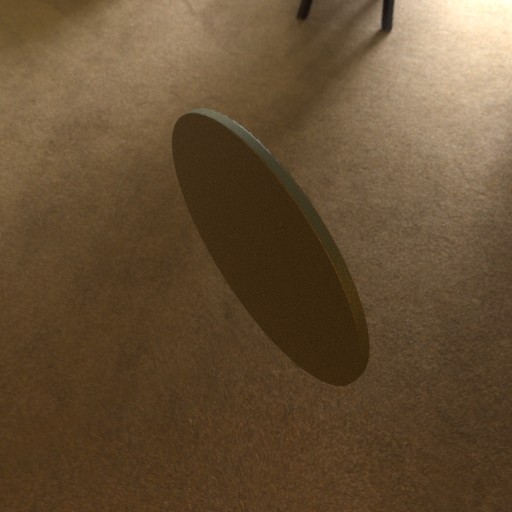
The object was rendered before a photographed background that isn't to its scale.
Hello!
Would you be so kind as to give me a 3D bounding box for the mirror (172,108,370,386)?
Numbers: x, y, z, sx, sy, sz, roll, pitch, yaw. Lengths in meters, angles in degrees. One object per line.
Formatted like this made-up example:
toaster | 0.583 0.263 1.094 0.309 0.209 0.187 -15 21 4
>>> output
mirror | 0.000 0.000 1.595 0.036 1.077 1.077 -32 64 -18
